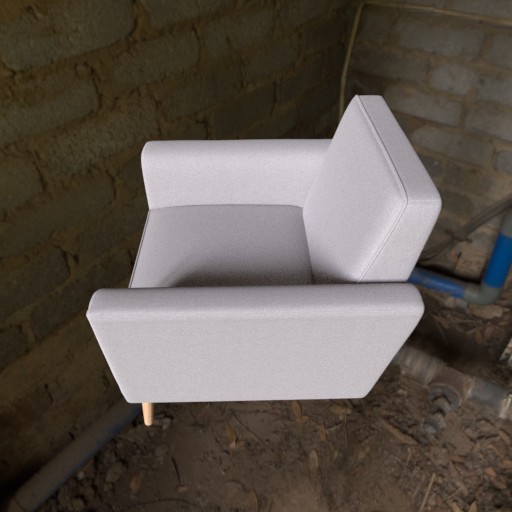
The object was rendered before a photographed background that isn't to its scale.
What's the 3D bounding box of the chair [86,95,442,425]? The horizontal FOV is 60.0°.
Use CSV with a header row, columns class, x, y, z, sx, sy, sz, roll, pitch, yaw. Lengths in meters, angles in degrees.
class,x,y,z,sx,sy,sz,roll,pitch,yaw
chair,0.000,0.000,1.339,0.750,0.780,0.780,-1,42,-1
